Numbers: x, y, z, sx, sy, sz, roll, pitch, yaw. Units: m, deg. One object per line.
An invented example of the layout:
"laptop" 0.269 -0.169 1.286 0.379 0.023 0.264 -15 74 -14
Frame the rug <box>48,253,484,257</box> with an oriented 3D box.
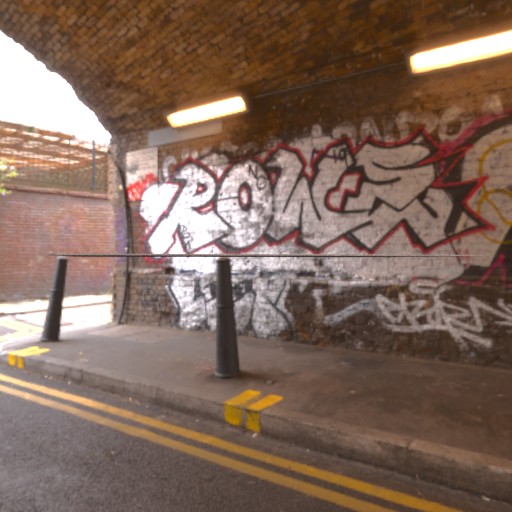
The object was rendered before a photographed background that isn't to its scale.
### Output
"rug" 0.000 0.000 3.074 2.457 0.009 1.512 0 0 -17
